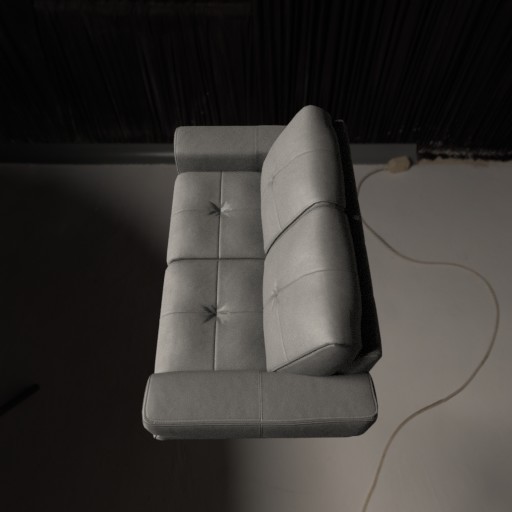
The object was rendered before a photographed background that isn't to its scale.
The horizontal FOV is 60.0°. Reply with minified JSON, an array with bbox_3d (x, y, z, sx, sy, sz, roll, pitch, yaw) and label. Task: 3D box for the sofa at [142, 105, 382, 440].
[{"bbox_3d":[0.000,0.000,2.376,1.018,0.907,1.806,-1,59,0],"label":"sofa"}]
